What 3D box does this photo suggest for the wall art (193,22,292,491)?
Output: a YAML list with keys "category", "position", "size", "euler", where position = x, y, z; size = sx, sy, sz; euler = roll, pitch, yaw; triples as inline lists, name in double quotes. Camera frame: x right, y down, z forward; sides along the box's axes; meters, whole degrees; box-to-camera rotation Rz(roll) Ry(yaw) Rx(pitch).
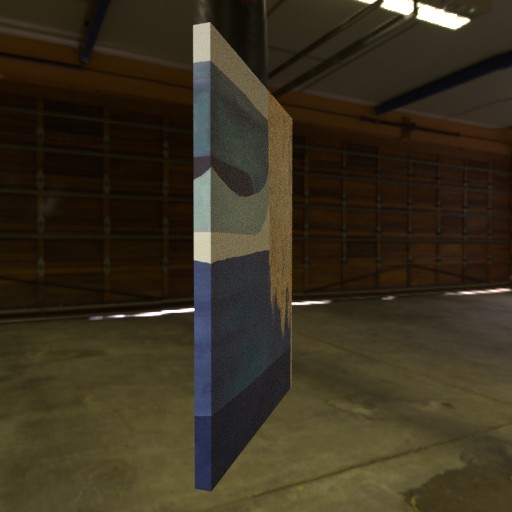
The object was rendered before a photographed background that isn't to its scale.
- category: "wall art"
  position: [0.000, 0.000, 0.801]
  size: [0.026, 0.613, 0.458]
  euler: [0, 1, 18]
